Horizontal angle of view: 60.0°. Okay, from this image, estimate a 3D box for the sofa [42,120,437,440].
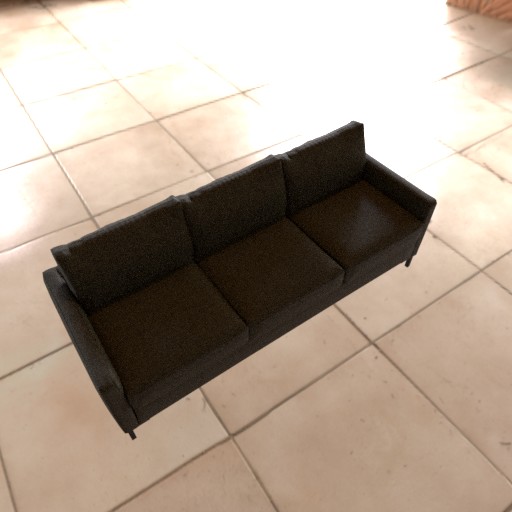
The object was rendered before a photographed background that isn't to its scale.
[{"bbox_3d":[0.000,0.000,2.707,2.253,0.879,0.876,-27,53,-23],"label":"sofa"}]
